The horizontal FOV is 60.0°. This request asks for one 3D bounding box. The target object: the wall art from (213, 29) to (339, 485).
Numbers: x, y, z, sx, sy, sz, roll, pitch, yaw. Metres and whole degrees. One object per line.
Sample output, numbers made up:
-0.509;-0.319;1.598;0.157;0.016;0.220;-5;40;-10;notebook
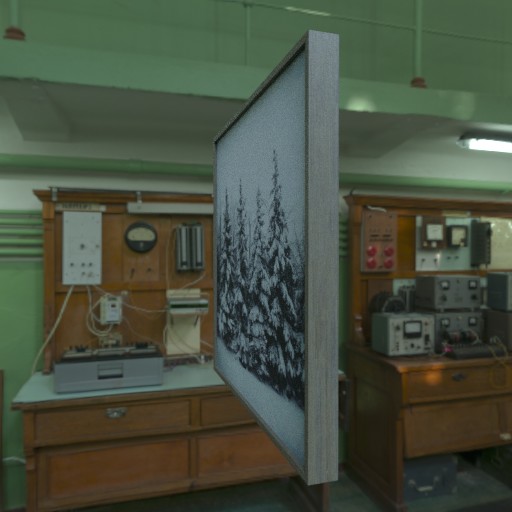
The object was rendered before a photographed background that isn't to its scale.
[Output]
0.000;0.000;0.740;0.037;0.507;0.507;0;1;-17;wall art
